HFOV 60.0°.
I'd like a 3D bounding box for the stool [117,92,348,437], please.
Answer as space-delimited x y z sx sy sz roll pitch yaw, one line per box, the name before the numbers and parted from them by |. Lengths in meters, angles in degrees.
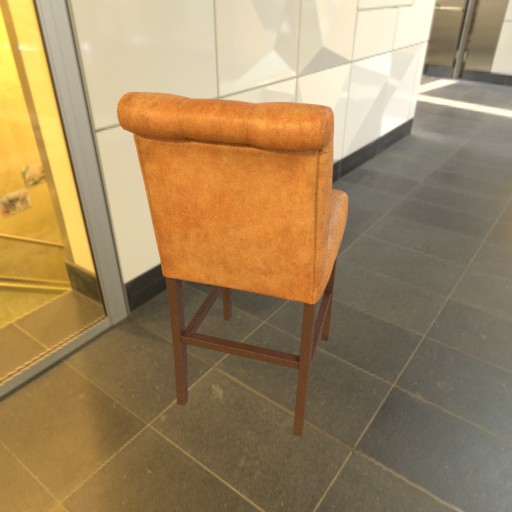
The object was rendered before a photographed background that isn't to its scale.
stool | 0.000 0.000 1.381 0.493 1.047 0.601 9 33 15
